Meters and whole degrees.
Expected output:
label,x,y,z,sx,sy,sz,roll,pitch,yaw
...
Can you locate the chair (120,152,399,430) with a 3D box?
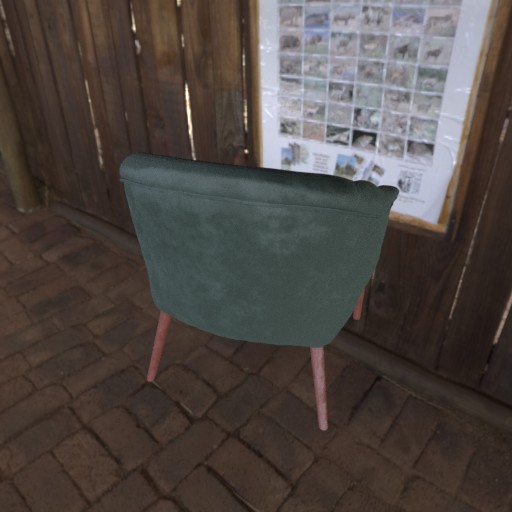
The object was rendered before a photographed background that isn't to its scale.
label,x,y,z,sx,sy,sz,roll,pitch,yaw
chair,0.000,0.000,1.510,0.851,0.885,0.776,10,33,16
